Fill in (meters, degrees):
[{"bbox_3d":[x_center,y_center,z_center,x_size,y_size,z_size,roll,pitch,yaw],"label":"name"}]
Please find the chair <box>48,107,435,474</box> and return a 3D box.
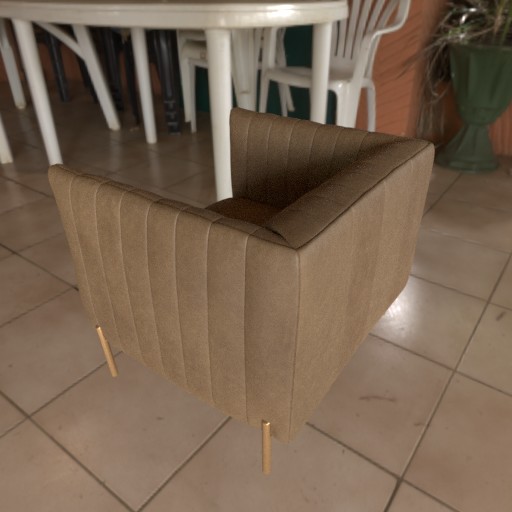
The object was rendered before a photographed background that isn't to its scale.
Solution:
[{"bbox_3d":[0.000,0.000,1.580,0.876,0.779,0.981,20,37,30],"label":"chair"}]
